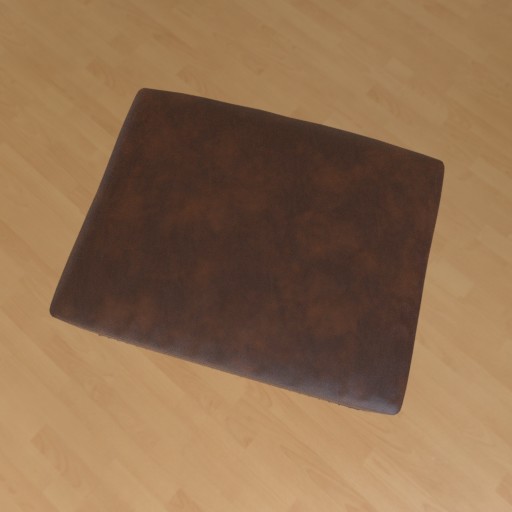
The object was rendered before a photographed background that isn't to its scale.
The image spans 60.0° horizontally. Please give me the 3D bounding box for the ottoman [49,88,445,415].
[{"bbox_3d":[0.000,0.000,1.114,0.742,0.486,0.586,15,75,4],"label":"ottoman"}]
